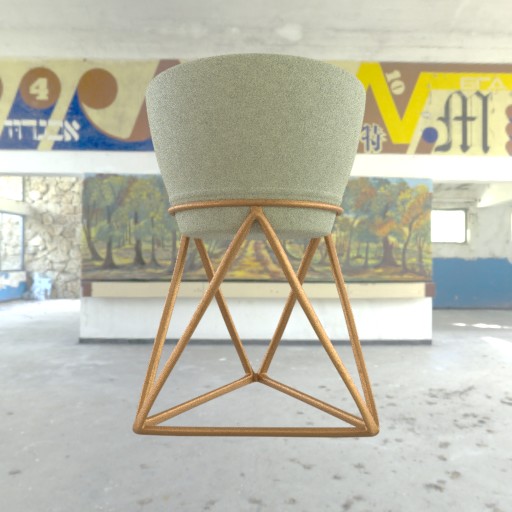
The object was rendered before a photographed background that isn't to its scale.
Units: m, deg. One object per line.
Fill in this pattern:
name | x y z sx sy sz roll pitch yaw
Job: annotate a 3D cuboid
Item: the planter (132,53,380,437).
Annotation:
planter | 0.000 0.000 0.723 0.350 0.504 0.350 0 0 1
